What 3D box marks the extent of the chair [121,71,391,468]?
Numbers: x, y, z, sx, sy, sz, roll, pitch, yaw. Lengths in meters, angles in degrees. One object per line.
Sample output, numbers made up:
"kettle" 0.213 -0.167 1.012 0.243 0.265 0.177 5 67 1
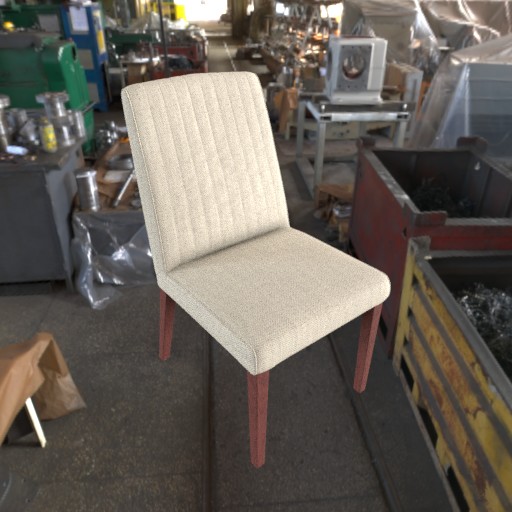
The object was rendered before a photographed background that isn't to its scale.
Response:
"chair" 0.000 0.000 1.253 0.480 0.900 0.594 -22 37 -33
